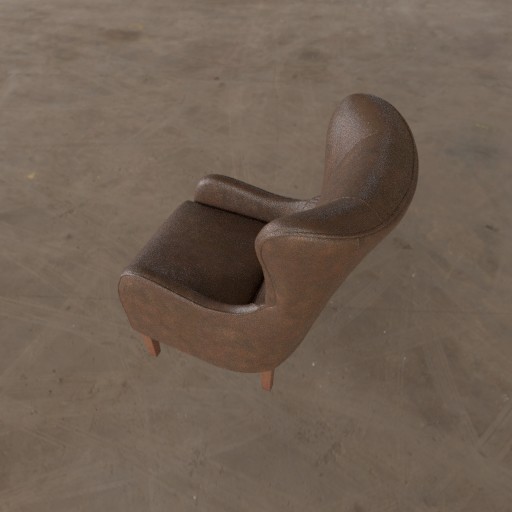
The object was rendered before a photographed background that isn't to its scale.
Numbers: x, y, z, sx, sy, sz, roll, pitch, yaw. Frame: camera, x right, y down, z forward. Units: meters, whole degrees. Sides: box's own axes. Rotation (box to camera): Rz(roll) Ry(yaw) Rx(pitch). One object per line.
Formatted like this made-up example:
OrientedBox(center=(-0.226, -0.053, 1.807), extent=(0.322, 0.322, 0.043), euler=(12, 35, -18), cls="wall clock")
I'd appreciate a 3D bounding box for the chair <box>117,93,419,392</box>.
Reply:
OrientedBox(center=(0.000, 0.000, 1.616), extent=(0.914, 1.048, 0.692), euler=(18, 50, 16), cls="chair")
